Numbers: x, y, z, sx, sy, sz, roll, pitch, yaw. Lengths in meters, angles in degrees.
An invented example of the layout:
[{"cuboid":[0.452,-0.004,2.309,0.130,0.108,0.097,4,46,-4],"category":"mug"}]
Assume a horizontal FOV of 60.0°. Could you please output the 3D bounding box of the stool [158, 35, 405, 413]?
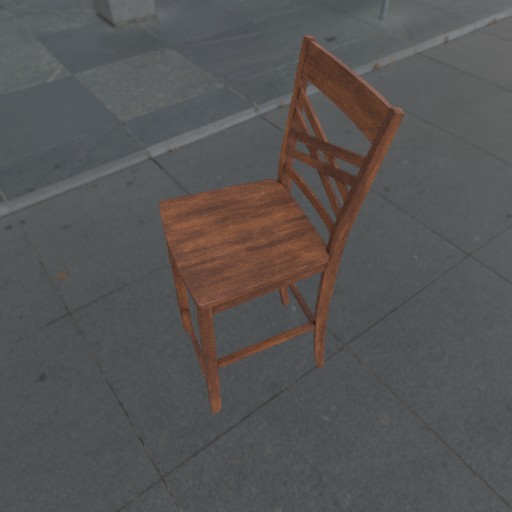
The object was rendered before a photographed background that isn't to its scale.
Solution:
[{"cuboid":[0.000,0.000,1.371,0.504,1.098,0.426,-16,50,-15],"category":"stool"}]
